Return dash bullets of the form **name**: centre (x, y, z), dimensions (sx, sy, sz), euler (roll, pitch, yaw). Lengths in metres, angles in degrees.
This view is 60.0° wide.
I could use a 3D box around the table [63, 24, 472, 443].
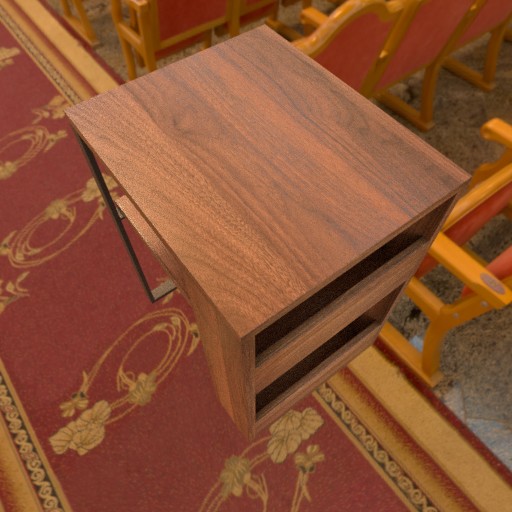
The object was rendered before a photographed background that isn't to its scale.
- **table**: centre (0.000, 0.000, 1.522), dimensions (0.660, 1.041, 0.786), euler (-32, 63, -19)
